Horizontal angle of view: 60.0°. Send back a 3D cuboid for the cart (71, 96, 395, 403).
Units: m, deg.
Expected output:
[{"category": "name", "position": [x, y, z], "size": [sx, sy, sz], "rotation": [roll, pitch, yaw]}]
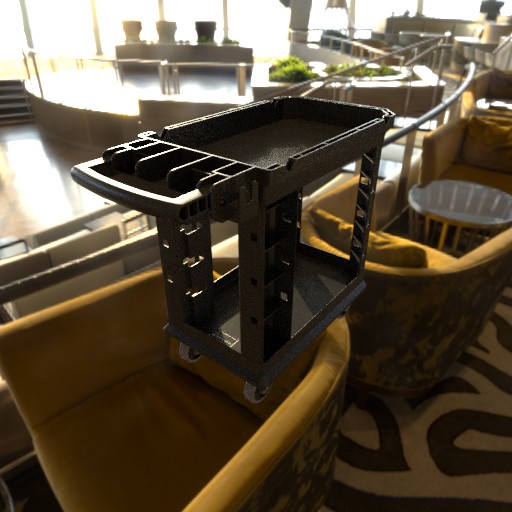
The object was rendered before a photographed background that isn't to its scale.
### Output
[{"category": "cart", "position": [0.000, 0.000, 1.573], "size": [0.497, 0.884, 1.061], "rotation": [22, 37, 32]}]
